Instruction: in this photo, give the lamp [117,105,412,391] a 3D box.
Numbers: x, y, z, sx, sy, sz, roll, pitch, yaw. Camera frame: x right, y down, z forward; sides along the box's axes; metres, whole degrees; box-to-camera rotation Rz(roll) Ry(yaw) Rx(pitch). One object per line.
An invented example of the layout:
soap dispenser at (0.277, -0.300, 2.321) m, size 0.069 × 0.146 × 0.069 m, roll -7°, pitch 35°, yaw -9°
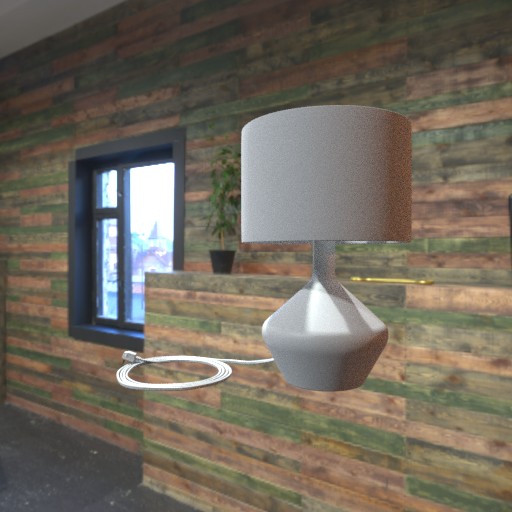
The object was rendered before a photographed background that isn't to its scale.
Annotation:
lamp at (0.000, 0.000, 0.852) m, size 0.546 × 0.457 × 0.401 m, roll 0°, pitch 1°, yaw 36°
